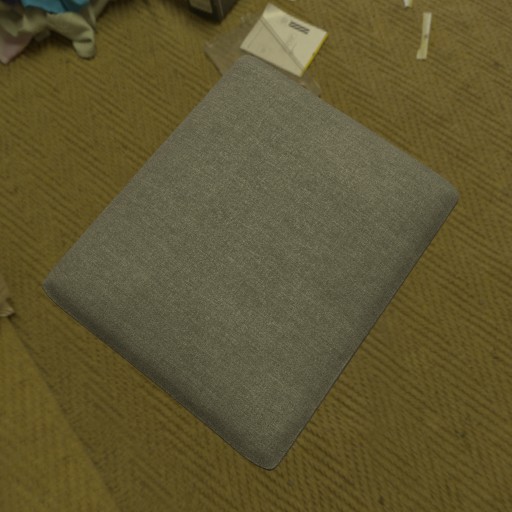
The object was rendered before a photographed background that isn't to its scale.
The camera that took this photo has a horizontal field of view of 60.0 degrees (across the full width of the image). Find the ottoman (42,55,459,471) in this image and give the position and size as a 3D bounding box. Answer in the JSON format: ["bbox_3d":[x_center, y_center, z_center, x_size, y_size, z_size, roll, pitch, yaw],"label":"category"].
[{"bbox_3d":[0.000,0.000,1.237,0.693,0.474,0.821,36,79,8],"label":"ottoman"}]
